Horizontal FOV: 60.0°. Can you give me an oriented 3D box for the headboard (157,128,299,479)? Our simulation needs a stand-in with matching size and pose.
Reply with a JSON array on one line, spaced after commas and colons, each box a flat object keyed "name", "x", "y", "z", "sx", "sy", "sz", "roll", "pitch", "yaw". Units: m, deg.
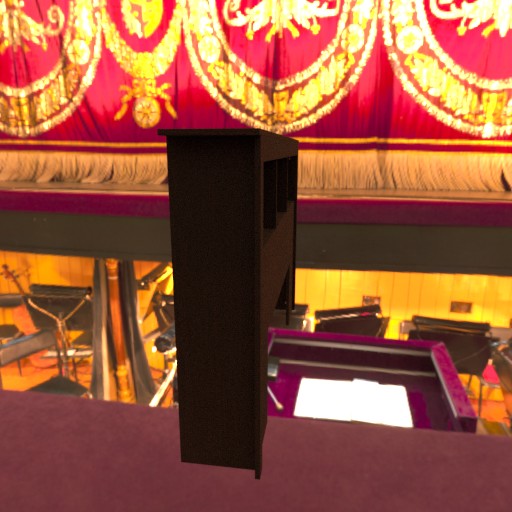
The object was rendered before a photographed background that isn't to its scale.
[{"name": "headboard", "x": 0.000, "y": 0.000, "z": 2.103, "sx": 0.279, "sy": 1.092, "sz": 1.671, "roll": 2, "pitch": 14, "yaw": 9}]
